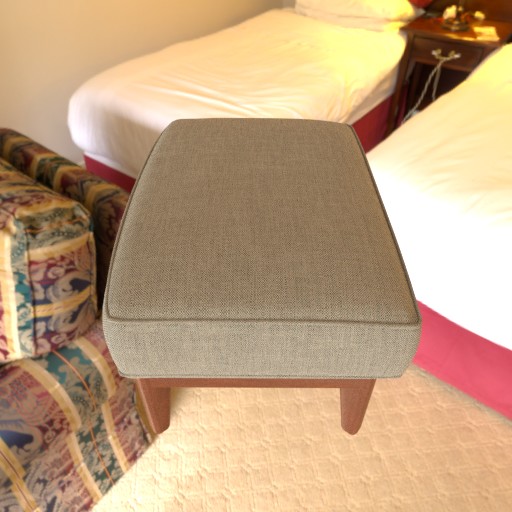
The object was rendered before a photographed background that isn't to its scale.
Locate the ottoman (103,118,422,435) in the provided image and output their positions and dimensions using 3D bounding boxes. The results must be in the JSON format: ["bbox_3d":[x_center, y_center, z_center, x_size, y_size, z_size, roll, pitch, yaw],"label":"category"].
[{"bbox_3d":[0.000,0.000,1.081,0.555,0.458,0.750,0,41,0],"label":"ottoman"}]
